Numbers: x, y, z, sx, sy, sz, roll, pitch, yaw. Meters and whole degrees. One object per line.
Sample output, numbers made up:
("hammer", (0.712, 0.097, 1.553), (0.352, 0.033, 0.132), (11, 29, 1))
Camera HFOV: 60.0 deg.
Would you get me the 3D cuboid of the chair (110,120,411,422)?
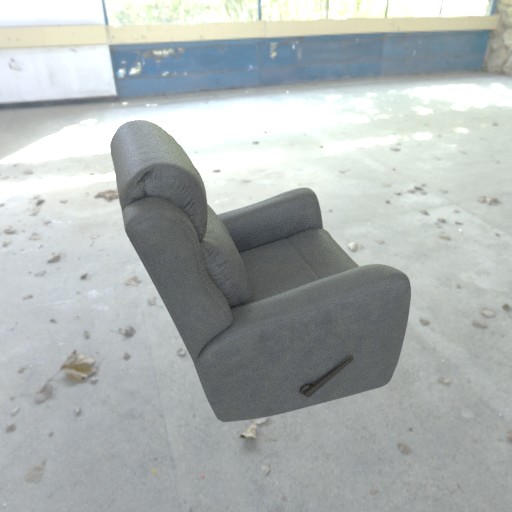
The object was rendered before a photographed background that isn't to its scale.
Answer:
("chair", (0.000, 0.000, 1.956), (1.068, 1.116, 0.967), (-10, 32, -15))
